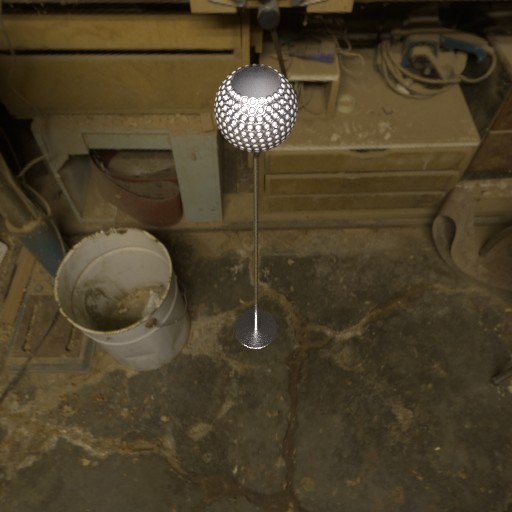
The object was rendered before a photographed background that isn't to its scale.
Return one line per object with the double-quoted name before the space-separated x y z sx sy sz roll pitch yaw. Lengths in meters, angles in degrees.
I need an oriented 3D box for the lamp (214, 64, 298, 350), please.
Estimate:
"lamp" 0.000 0.000 1.923 0.254 1.805 0.254 0 60 0
